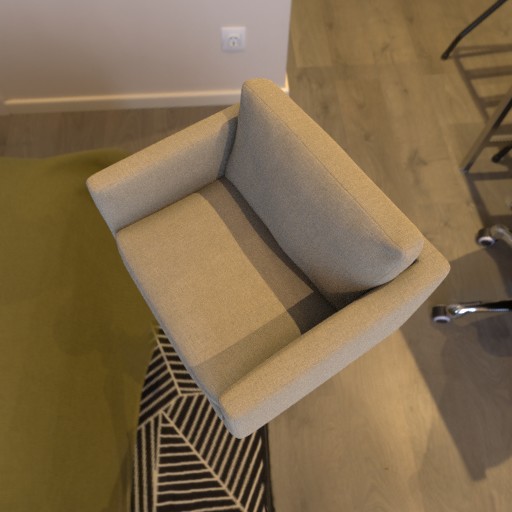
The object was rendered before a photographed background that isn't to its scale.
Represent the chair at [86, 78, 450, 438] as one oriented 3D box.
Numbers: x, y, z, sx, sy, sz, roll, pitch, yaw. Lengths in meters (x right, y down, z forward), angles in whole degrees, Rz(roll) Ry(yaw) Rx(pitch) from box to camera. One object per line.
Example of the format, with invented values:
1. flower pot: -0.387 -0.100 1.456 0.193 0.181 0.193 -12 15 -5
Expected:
1. chair: 0.000 0.000 1.866 0.959 0.963 1.107 -31 67 -15
